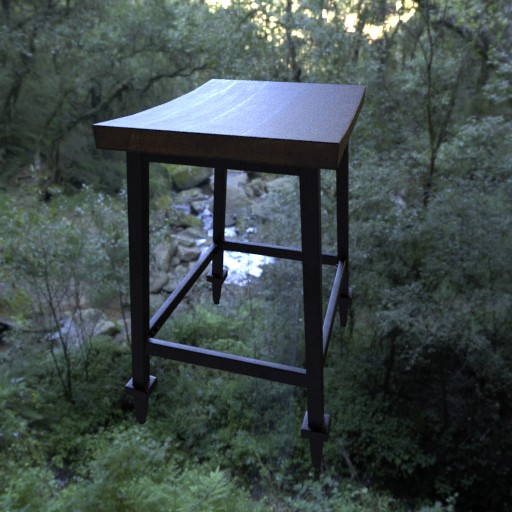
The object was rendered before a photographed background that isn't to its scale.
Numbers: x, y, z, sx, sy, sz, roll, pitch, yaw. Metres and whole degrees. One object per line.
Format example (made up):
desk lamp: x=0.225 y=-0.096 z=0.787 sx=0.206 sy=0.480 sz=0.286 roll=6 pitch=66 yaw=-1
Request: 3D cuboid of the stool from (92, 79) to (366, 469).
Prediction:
stool: x=0.000 y=0.000 z=0.933 sx=0.405 sy=0.625 sz=0.486 roll=8 pitch=30 yaw=14
